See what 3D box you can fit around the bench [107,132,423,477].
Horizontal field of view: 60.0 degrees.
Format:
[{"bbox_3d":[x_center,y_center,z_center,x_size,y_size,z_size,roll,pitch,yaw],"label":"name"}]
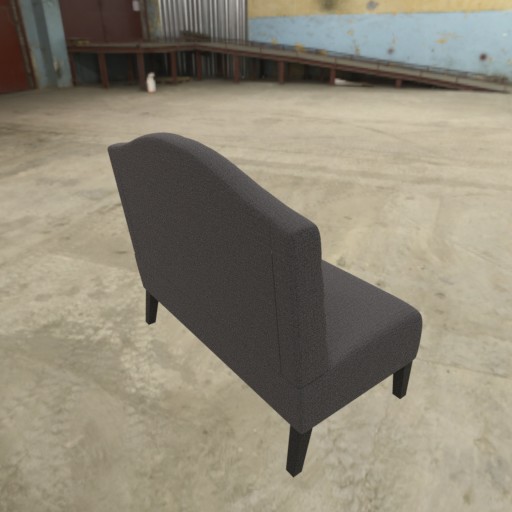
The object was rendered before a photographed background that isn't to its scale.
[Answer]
[{"bbox_3d":[0.000,0.000,2.055,0.815,1.180,1.335,-19,32,-33],"label":"bench"}]
